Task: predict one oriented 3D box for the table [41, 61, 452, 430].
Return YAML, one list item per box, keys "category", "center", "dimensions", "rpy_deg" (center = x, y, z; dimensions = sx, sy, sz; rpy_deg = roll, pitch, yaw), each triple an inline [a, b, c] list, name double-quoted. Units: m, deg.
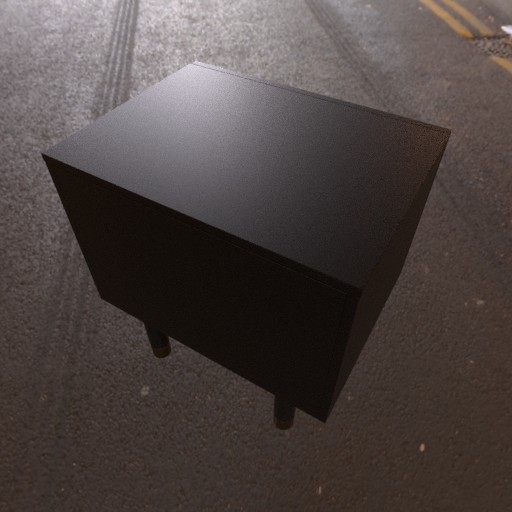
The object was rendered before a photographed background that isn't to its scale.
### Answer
- category: "table"
  center: [0.000, 0.000, 0.973]
  dimensions: [0.564, 0.584, 0.441]
  rpy_deg: [24, 51, 21]
